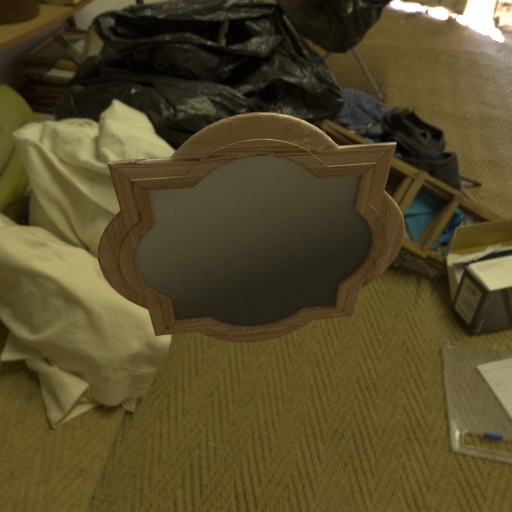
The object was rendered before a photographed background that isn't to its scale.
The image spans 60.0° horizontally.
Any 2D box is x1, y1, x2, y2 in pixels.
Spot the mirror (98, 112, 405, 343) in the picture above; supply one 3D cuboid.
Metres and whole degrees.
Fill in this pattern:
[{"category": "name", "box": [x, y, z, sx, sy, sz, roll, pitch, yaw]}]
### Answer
[{"category": "mirror", "box": [0.000, 0.000, 1.025, 0.686, 0.686, 0.019, -5, 45, -5]}]
